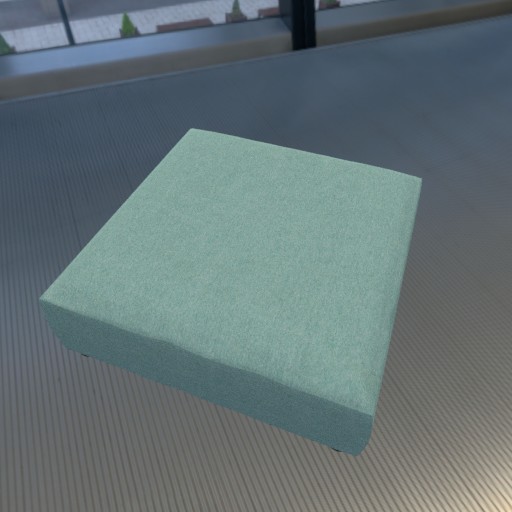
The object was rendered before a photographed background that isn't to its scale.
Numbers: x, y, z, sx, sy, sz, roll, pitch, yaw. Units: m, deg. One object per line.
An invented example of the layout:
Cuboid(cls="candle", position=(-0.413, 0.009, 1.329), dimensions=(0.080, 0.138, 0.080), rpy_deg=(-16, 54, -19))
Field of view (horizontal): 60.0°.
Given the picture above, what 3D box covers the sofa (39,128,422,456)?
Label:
Cuboid(cls="sofa", position=(0.000, 0.000, 1.462), dimensions=(0.930, 0.330, 0.930), rpy_deg=(16, 49, 14))
